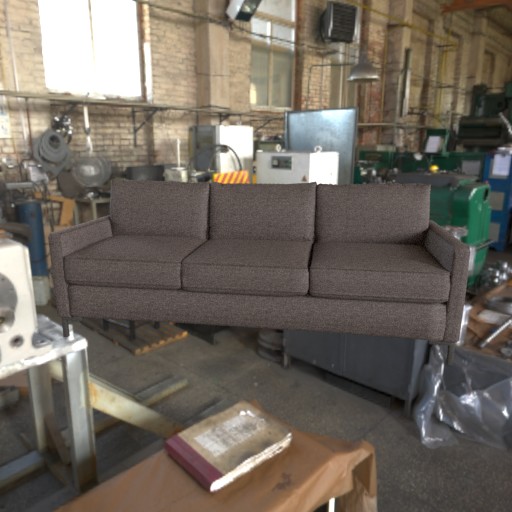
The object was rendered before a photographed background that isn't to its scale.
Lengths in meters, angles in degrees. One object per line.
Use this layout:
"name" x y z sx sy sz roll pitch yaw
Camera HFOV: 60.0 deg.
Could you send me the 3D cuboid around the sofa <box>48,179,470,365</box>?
"sofa" 0.000 0.000 2.724 2.253 0.882 0.876 2 14 9
